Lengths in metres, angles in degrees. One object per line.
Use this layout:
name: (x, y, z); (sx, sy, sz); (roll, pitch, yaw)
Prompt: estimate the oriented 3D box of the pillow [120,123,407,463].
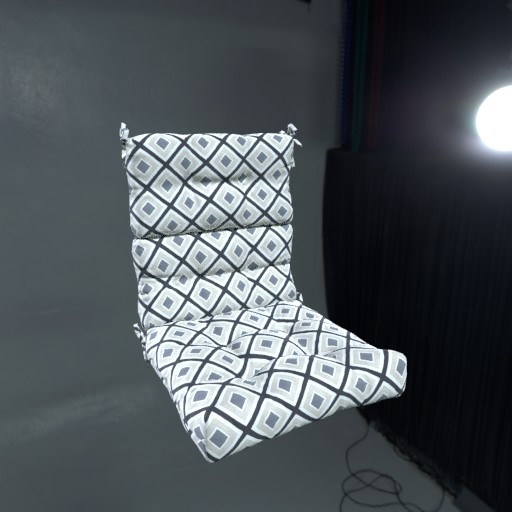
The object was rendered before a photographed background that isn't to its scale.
pillow: (0.000, 0.000, 1.033); (0.519, 0.605, 0.571); (-8, 17, -26)
